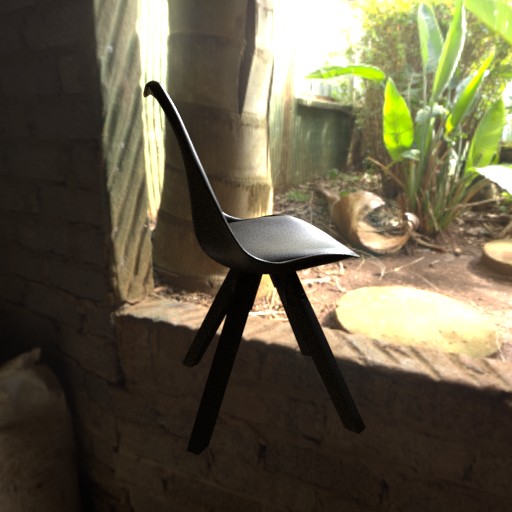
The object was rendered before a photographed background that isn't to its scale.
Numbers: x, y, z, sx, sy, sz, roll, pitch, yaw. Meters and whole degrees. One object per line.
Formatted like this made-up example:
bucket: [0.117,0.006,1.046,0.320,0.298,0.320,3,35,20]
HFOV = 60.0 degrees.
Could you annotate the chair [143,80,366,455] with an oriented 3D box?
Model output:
chair: [0.000,0.000,1.187,0.530,0.850,0.485,-3,17,-10]
